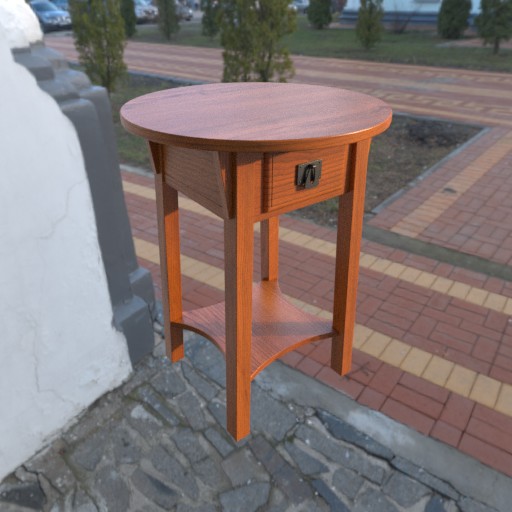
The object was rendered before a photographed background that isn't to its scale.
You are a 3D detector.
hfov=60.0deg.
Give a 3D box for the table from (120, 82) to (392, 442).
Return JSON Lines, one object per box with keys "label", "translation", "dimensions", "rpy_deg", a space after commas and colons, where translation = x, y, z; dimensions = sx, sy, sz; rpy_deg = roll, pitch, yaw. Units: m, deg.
{"label": "table", "translation": [0.000, 0.000, 0.921], "dimensions": [0.457, 0.610, 0.457], "rpy_deg": [0, 30, 0]}
